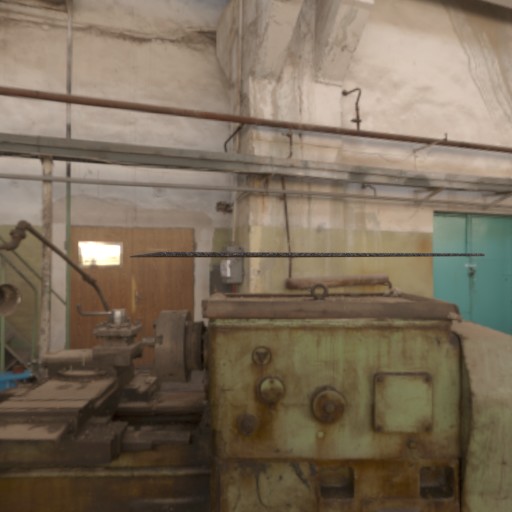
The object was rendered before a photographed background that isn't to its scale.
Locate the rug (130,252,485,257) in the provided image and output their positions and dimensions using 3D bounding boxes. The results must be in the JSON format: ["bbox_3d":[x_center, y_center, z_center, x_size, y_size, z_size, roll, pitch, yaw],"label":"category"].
[{"bbox_3d":[0.000,0.000,2.217,1.139,0.010,1.754,0,0,-18],"label":"rug"}]
